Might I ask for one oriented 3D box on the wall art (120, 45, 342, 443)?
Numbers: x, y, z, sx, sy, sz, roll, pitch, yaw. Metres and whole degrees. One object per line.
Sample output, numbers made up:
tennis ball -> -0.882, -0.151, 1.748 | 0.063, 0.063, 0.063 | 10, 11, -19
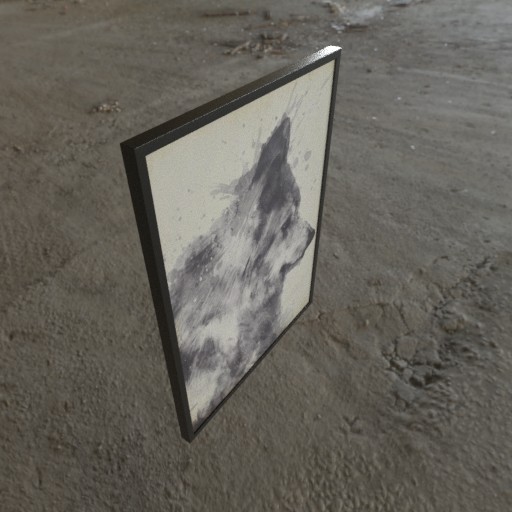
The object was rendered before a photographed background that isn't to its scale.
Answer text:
wall art -> 0.000, 0.000, 1.393 | 0.039, 1.061, 0.804 | 25, 46, 27
